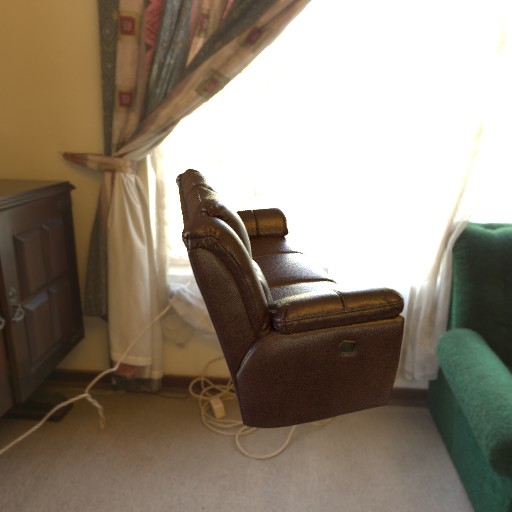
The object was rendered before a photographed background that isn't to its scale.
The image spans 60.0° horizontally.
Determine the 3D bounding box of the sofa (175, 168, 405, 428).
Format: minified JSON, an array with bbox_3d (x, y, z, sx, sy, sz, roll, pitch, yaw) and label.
[{"bbox_3d":[0.000,0.000,2.943,0.991,1.043,2.337,-3,16,-10],"label":"sofa"}]
